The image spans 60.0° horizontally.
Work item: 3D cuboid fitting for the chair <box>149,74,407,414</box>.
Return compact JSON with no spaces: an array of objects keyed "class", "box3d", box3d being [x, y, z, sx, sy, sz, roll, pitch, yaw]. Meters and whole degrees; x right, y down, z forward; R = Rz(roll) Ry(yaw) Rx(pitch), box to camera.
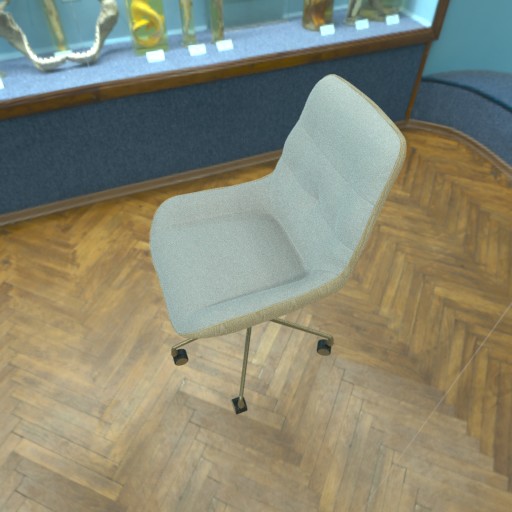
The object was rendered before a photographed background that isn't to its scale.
[{"class":"chair","box3d":[0.000,0.000,1.407,0.668,0.952,0.564,-16,50,-14]}]
